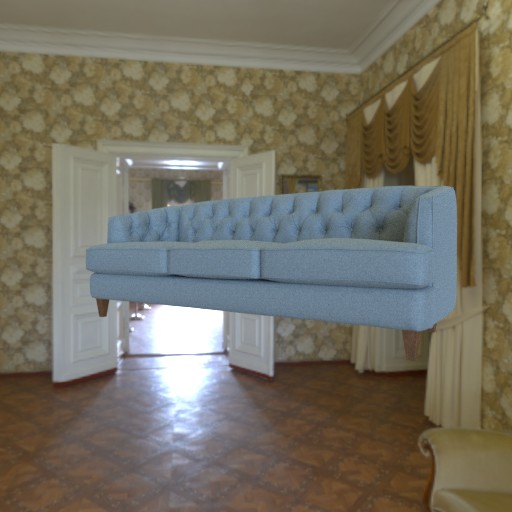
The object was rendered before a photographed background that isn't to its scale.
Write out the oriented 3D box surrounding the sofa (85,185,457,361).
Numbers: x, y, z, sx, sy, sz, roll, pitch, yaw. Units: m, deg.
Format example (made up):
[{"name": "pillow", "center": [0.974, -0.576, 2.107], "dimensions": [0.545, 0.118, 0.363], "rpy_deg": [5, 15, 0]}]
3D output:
[{"name": "sofa", "center": [0.000, 0.000, 2.773], "dimensions": [2.278, 0.855, 0.941], "rpy_deg": [1, 1, 35]}]
